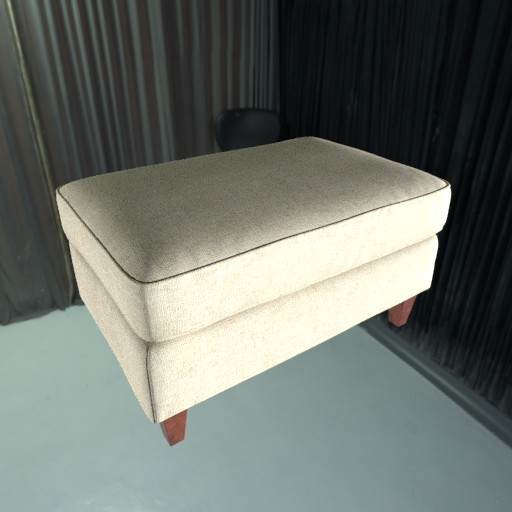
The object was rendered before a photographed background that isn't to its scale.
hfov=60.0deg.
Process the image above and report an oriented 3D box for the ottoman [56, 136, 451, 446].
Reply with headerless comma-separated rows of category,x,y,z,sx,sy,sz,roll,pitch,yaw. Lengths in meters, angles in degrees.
ottoman,0.000,0.000,1.211,0.862,0.484,0.583,-18,34,-30
